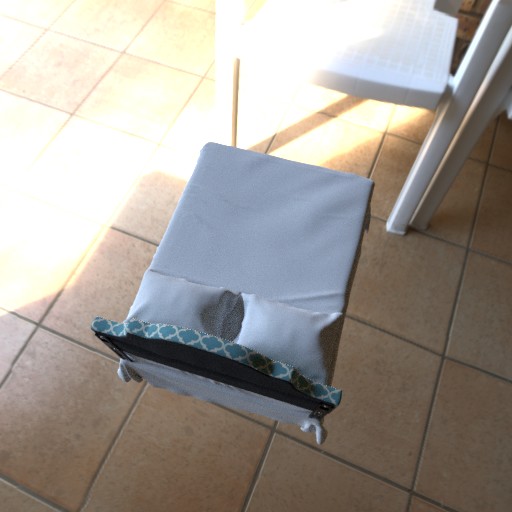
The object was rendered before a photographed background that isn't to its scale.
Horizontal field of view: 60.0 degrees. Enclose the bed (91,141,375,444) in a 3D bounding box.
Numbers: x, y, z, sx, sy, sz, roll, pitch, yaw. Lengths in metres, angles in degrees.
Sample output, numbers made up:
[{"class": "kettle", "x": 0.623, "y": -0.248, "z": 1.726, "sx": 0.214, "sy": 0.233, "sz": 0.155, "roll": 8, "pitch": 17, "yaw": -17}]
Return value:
[{"class": "bed", "x": 0.000, "y": 0.000, "z": 3.436, "sx": 1.780, "sy": 1.633, "sz": 2.222, "roll": 15, "pitch": 65, "yaw": 7}]
